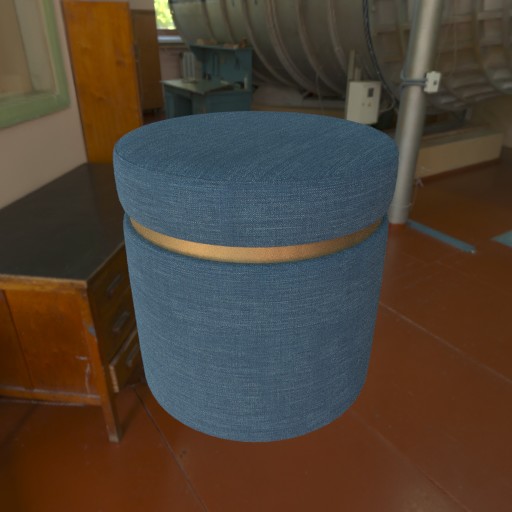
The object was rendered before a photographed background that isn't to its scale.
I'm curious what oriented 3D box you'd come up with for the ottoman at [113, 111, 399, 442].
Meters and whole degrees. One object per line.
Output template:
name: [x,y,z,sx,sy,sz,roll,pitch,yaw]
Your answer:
ottoman: [0.000,0.000,0.716,0.398,0.406,0.398,0,28,0]
